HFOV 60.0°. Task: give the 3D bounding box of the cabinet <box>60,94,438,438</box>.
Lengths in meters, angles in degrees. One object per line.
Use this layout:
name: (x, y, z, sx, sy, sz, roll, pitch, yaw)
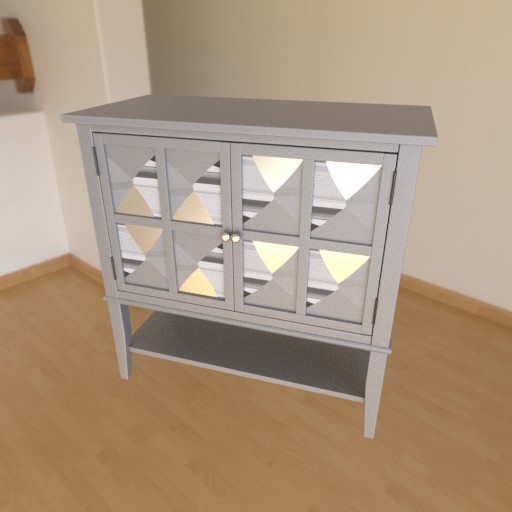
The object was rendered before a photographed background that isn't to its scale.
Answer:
cabinet: (0.000, 0.000, 1.233, 0.801, 0.780, 0.396, 8, 28, 16)
